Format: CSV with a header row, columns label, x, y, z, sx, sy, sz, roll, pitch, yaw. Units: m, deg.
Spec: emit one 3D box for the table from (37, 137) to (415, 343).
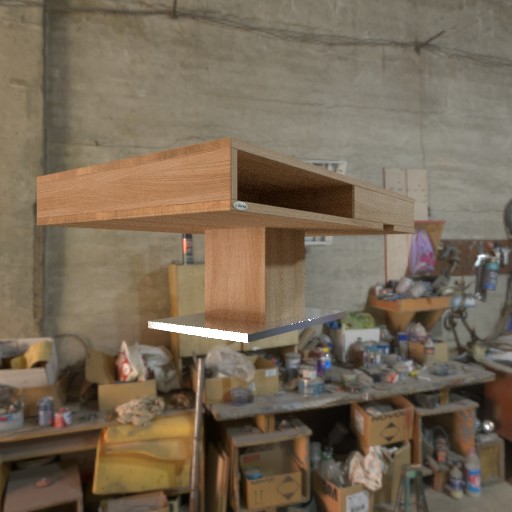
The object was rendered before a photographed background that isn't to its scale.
label,x,y,z,sx,sy,sz,roll,pitch,yaw
table,0.000,0.000,1.464,0.700,0.440,1.100,0,0,36
